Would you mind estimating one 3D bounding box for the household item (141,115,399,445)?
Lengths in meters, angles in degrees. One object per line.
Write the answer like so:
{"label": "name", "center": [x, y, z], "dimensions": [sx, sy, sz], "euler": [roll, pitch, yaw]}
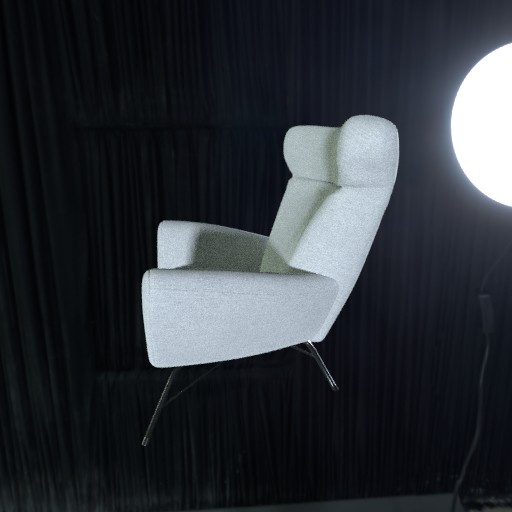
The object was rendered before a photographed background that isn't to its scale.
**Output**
{"label": "household item", "center": [0.000, 0.000, 1.802], "dimensions": [0.900, 1.050, 0.980], "euler": [-2, 14, -9]}
